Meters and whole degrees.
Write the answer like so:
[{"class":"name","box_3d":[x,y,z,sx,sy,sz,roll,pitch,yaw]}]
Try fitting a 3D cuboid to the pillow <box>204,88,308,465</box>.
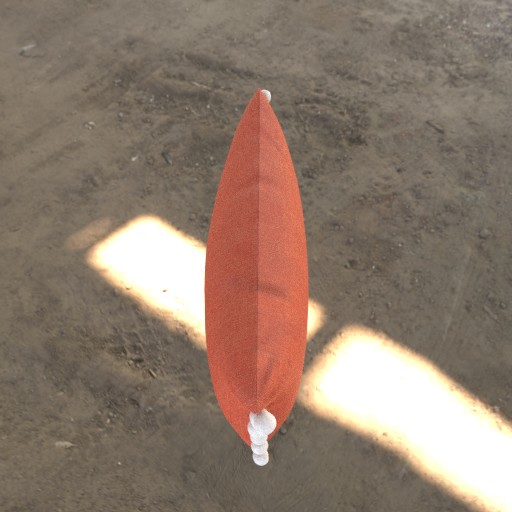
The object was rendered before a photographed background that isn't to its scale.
[{"class":"pillow","box_3d":[0.000,0.000,0.853,0.201,0.322,0.709,1,55,0]}]
